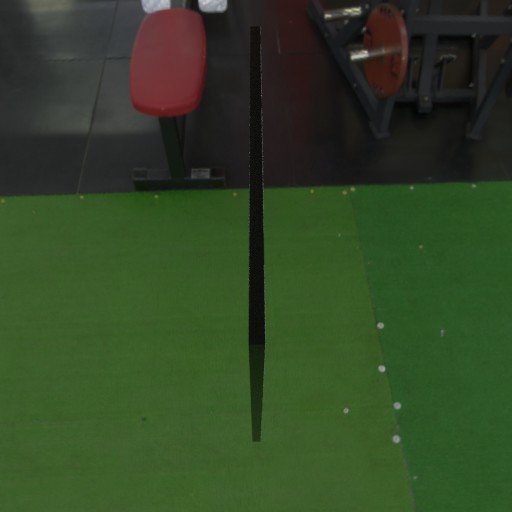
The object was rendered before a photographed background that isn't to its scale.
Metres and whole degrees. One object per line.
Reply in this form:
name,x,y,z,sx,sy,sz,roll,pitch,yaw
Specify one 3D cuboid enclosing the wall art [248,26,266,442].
wall art,0.000,0.000,0.662,0.014,0.445,0.446,0,58,0
